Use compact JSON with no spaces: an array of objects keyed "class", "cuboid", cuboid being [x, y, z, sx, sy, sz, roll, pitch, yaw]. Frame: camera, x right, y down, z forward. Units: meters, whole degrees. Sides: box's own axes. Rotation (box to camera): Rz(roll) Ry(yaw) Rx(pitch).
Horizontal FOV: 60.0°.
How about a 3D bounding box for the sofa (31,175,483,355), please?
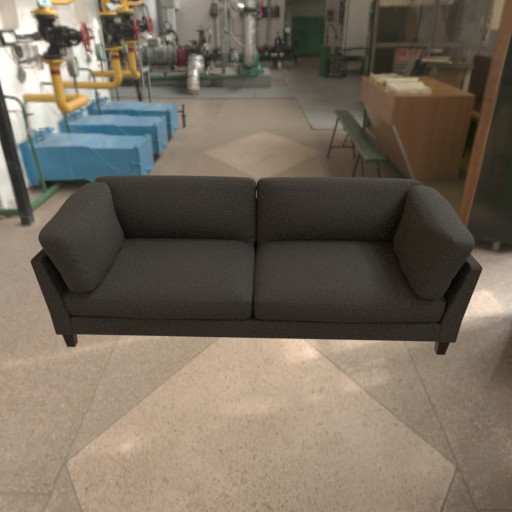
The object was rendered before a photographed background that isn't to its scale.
[{"class":"sofa","cuboid":[0.000,0.000,2.731,2.312,0.792,0.969,1,29,2]}]
